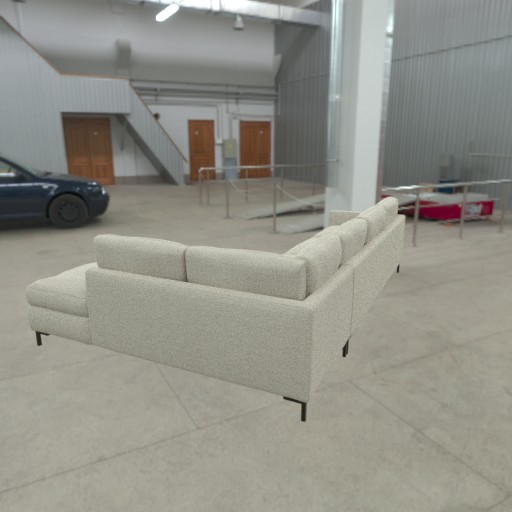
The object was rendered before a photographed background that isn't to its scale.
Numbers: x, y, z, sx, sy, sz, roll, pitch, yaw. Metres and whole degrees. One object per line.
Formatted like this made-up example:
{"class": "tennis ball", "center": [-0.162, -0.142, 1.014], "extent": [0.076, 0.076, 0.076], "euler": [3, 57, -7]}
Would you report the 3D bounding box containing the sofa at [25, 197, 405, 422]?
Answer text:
{"class": "sofa", "center": [0.000, 0.000, 3.767], "extent": [2.007, 0.815, 2.949], "euler": [7, 16, 25]}
